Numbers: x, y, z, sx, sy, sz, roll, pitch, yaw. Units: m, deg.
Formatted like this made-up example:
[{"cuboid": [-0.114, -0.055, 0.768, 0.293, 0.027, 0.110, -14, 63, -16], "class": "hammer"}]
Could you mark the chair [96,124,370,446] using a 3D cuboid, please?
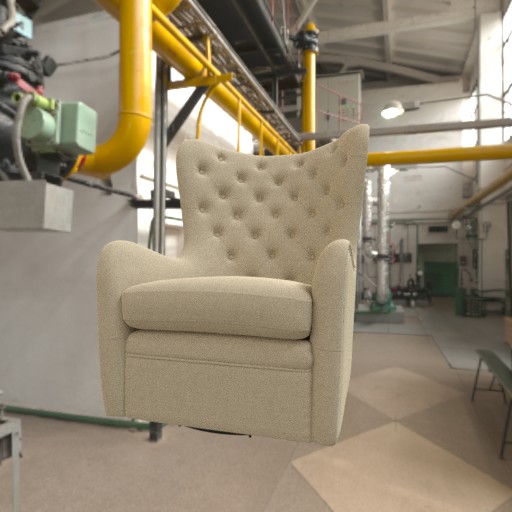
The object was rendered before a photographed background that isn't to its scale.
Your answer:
[{"cuboid": [0.000, 0.000, 1.714, 0.831, 1.079, 0.929, 0, 0, 18], "class": "chair"}]
